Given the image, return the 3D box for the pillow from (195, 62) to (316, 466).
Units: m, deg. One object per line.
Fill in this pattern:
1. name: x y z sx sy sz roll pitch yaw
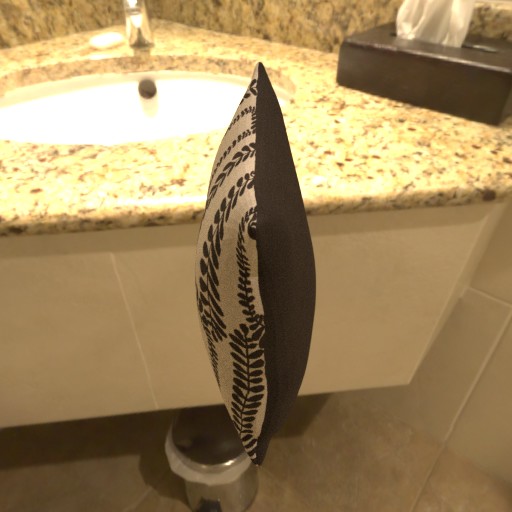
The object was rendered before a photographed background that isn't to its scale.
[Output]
1. pillow: 0.000 0.000 0.668 0.182 0.441 0.440 1 40 1
